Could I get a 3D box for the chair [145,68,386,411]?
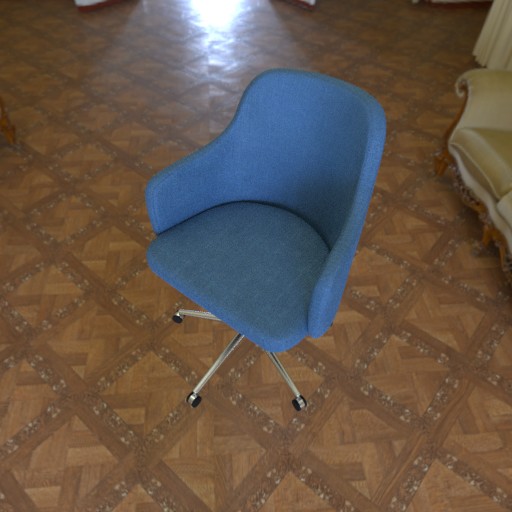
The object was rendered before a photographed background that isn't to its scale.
[{"bbox_3d":[0.000,0.000,1.263,0.599,0.820,0.655,30,53,26],"label":"chair"}]
